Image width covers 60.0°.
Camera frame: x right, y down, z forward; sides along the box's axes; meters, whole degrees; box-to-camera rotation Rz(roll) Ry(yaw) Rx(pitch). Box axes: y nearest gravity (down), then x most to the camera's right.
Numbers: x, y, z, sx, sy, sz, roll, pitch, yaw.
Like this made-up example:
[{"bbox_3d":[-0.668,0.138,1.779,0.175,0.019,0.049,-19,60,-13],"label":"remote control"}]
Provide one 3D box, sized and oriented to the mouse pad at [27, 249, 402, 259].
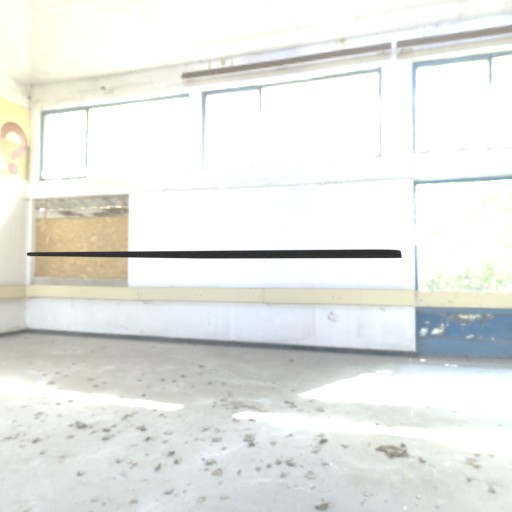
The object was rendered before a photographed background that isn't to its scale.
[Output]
[{"bbox_3d":[0.000,0.000,0.338,0.211,0.002,0.249,0,-1,18],"label":"mouse pad"}]
